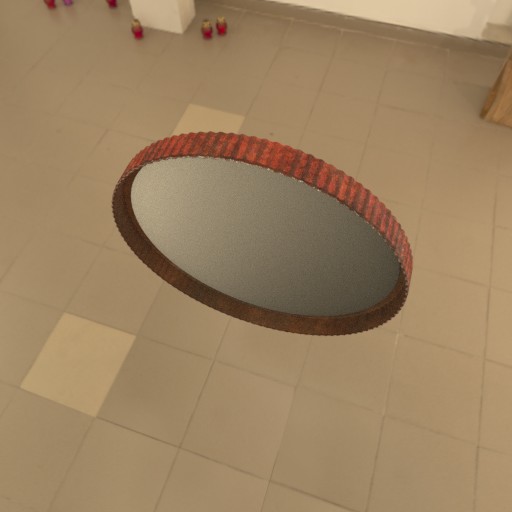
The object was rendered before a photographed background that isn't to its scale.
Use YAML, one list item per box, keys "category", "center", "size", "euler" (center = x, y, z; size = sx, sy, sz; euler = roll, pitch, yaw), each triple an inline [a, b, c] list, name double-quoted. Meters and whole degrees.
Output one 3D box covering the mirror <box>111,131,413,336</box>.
- category: "mirror"
  center: [0.000, 0.000, 0.914]
  size: [0.609, 0.609, 0.056]
  euler: [16, 60, 9]
